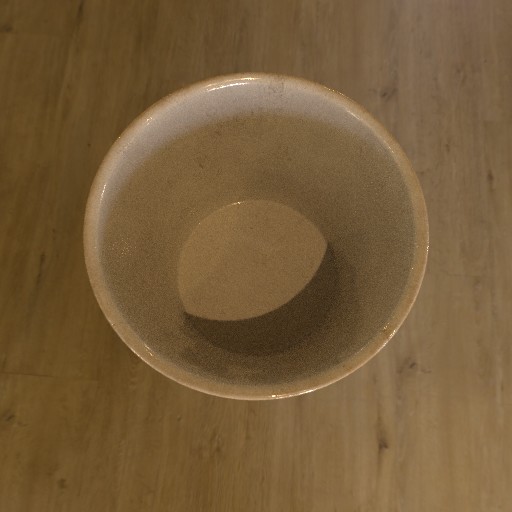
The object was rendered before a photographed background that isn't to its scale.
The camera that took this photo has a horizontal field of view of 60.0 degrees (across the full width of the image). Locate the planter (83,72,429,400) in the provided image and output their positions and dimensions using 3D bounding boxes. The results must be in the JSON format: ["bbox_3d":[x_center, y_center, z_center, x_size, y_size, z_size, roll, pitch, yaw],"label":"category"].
[{"bbox_3d":[0.000,0.000,0.213,0.126,0.104,0.126,0,75,0],"label":"planter"}]
